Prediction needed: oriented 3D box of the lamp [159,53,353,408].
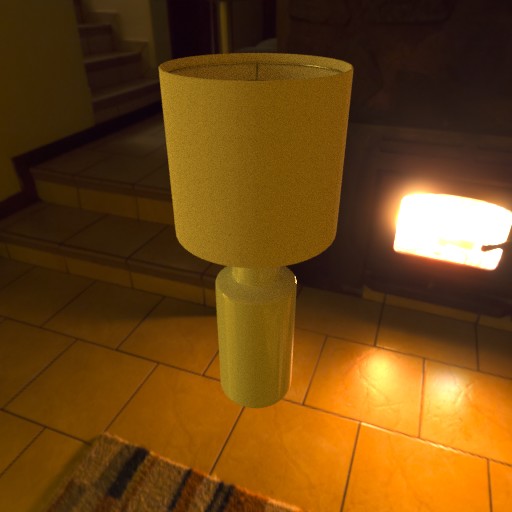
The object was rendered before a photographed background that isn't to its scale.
[{"bbox_3d":[0.000,0.000,0.616,0.212,0.493,0.212,0,31,1],"label":"lamp"}]
